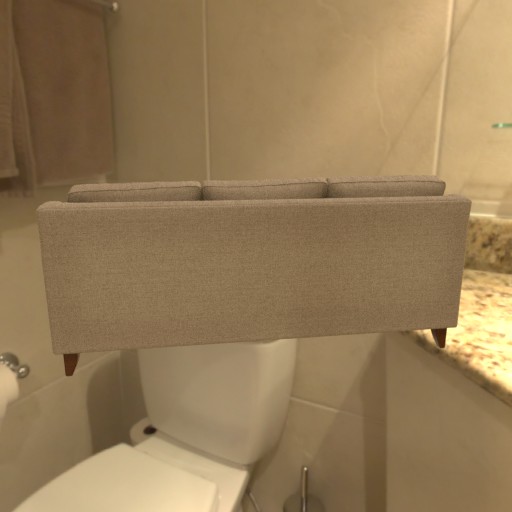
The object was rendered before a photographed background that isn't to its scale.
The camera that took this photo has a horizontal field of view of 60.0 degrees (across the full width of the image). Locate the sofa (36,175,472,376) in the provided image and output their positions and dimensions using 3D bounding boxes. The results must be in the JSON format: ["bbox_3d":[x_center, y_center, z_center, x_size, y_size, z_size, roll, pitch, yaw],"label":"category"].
[{"bbox_3d":[0.000,0.000,2.505,2.031,0.914,0.865,-2,14,-9],"label":"sofa"}]
